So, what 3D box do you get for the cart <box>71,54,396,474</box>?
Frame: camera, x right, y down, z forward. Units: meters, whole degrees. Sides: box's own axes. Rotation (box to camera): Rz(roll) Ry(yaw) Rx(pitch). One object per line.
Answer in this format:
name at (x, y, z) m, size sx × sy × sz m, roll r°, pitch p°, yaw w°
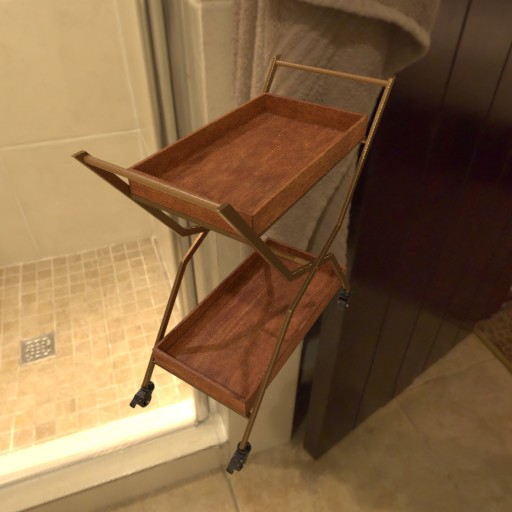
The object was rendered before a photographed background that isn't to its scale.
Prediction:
cart at (0.000, 0.000, 1.299) m, size 0.405 × 0.869 × 0.836 m, roll 22°, pitch 45°, yaw 25°
